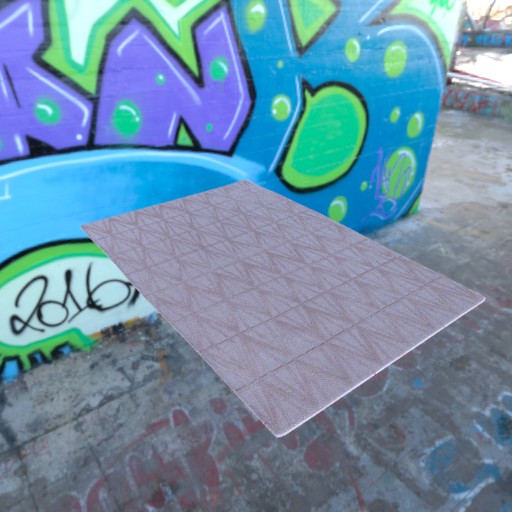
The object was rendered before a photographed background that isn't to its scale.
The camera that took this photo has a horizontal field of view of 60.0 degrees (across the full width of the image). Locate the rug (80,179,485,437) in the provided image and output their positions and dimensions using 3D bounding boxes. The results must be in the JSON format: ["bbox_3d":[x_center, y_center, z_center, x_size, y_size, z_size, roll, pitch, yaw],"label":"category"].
[{"bbox_3d":[0.000,0.000,2.301,1.230,0.025,1.837,-21,36,-31],"label":"rug"}]
